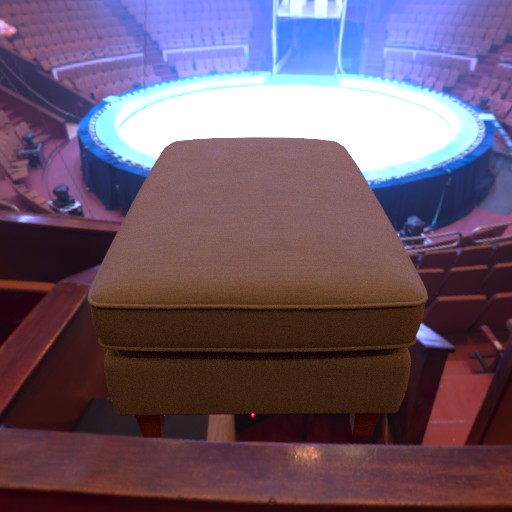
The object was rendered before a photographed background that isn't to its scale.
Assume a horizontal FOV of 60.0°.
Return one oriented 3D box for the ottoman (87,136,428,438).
[{"bbox_3d":[0.000,0.000,1.267,0.636,0.480,0.941,0,32,0],"label":"ottoman"}]
